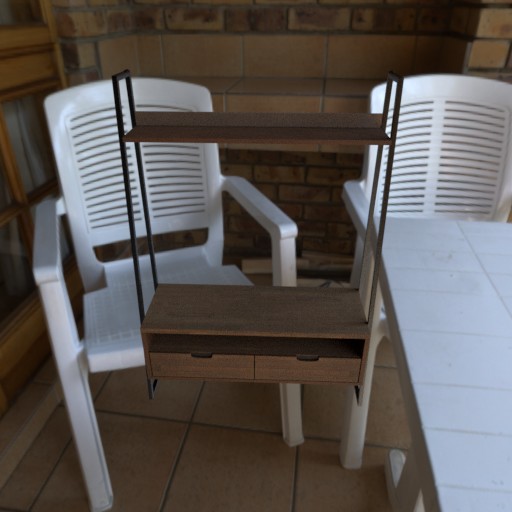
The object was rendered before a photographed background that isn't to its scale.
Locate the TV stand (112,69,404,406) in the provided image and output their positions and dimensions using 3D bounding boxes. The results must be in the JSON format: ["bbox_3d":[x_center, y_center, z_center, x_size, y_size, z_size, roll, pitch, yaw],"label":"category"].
[{"bbox_3d":[0.000,0.000,2.333,1.250,1.772,0.432,1,30,2],"label":"TV stand"}]
